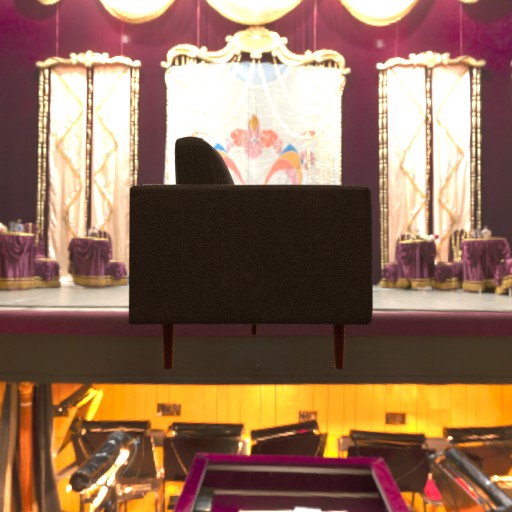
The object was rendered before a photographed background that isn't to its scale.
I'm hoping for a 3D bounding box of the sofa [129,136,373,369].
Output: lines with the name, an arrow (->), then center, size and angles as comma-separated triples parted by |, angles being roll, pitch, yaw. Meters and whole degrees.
sofa -> 0.000, 0.000, 2.547 | 0.879, 0.899, 2.029 | 0, -1, 0
